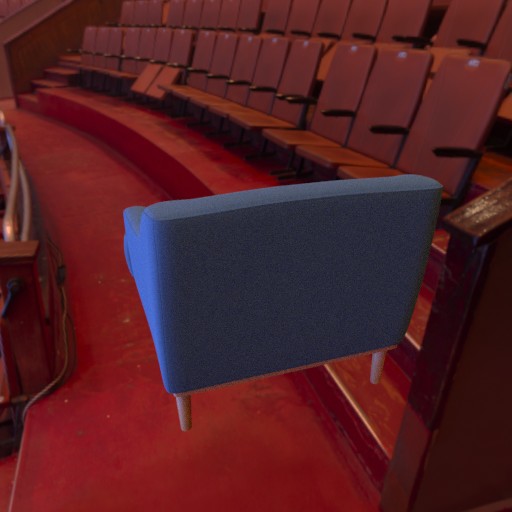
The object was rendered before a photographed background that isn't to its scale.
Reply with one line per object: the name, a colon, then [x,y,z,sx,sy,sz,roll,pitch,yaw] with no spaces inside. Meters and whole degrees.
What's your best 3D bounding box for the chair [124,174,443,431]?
chair: [0.000,0.000,1.676,0.946,0.818,0.951,-8,28,-16]
